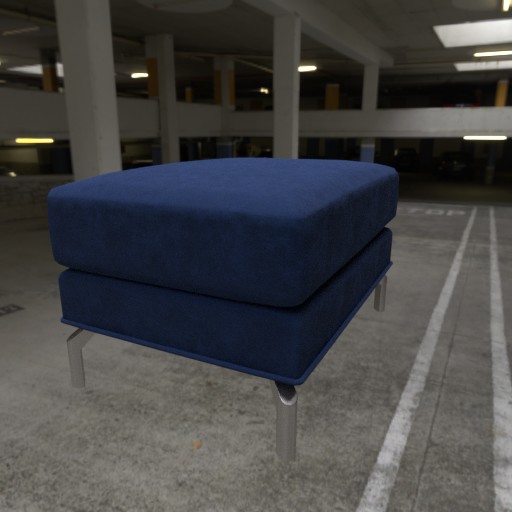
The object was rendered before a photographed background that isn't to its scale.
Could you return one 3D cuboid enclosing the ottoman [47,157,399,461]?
[{"bbox_3d":[0.000,0.000,1.191,0.587,0.498,0.835,8,17,26],"label":"ottoman"}]
